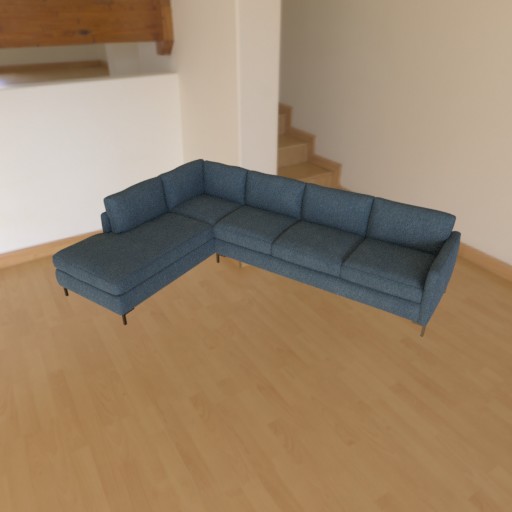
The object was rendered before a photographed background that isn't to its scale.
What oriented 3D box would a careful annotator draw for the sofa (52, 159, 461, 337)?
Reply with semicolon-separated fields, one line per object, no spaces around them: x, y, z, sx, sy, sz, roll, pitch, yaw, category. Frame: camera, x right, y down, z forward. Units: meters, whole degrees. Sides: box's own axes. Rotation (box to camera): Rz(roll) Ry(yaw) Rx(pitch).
0.000;0.000;3.834;2.949;0.815;2.007;18;35;28;sofa
